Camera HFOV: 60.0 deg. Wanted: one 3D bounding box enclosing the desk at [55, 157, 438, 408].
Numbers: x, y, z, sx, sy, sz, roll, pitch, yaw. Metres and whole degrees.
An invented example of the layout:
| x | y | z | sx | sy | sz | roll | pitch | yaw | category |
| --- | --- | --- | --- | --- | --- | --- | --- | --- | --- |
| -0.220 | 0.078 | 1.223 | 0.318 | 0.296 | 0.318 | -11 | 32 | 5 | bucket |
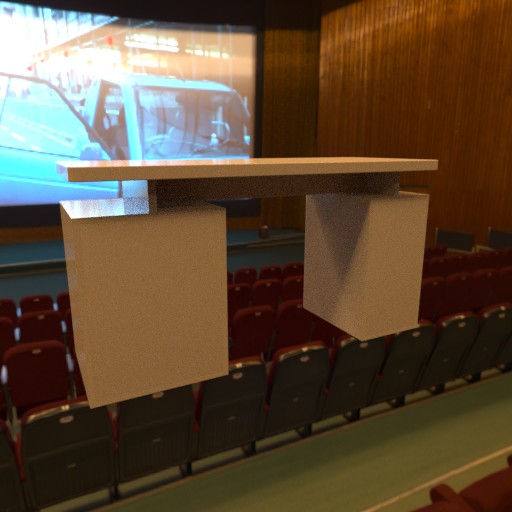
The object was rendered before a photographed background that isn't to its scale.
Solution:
| x | y | z | sx | sy | sz | roll | pitch | yaw | category |
| --- | --- | --- | --- | --- | --- | --- | --- | --- | --- |
| 0.000 | 0.000 | 1.809 | 1.400 | 0.762 | 0.550 | -7 | 16 | -26 | desk |
